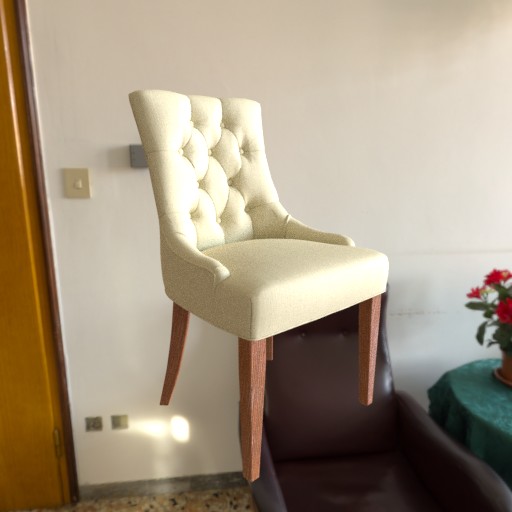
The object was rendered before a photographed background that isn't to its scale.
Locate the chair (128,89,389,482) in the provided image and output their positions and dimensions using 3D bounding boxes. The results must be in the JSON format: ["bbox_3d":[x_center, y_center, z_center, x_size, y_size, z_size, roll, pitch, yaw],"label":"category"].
[{"bbox_3d":[0.000,0.000,1.211,0.509,0.874,0.565,-12,18,-41],"label":"chair"}]
